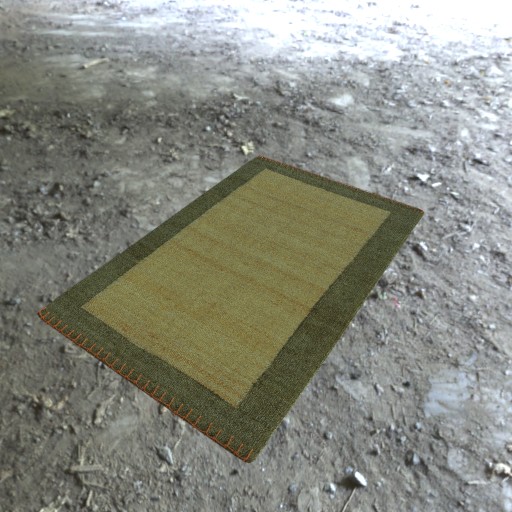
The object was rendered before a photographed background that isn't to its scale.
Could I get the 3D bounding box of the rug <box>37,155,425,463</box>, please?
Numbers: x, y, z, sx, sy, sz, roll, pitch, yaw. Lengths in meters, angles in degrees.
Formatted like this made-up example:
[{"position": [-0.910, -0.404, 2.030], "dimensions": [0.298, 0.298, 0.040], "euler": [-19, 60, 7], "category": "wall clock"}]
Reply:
[{"position": [0.000, 0.000, 2.338], "dimensions": [1.220, 0.019, 1.838], "euler": [24, 47, 25], "category": "rug"}]
